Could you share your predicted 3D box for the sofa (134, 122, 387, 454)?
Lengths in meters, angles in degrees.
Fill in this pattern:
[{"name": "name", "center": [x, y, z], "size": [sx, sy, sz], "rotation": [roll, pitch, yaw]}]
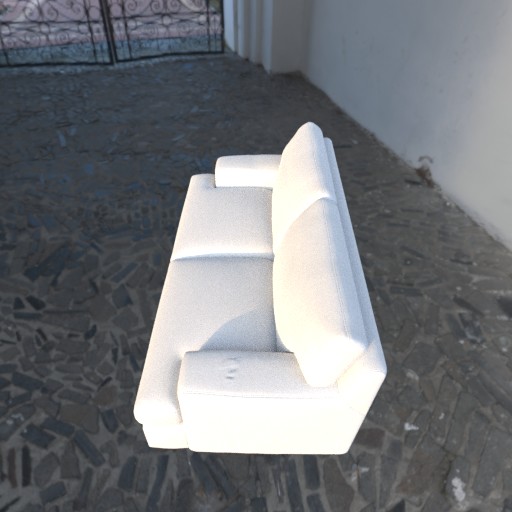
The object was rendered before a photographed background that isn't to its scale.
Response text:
[{"name": "sofa", "center": [0.000, 0.000, 2.849], "size": [1.143, 0.940, 2.261], "rotation": [1, 41, 1]}]
